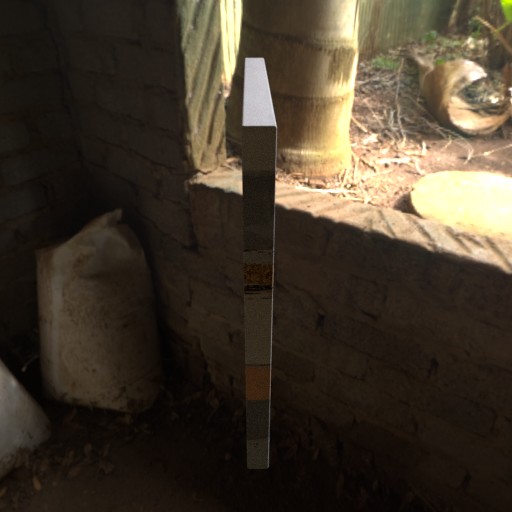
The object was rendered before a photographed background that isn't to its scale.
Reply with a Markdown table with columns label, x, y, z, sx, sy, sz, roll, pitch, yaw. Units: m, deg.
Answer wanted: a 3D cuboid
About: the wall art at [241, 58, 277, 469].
| label | x | y | z | sx | sy | sz | roll | pitch | yaw |
| --- | --- | --- | --- | --- | --- | --- | --- | --- | --- |
| wall art | 0.000 | 0.000 | 0.818 | 0.038 | 0.609 | 0.456 | 0 | 32 | -1 |
